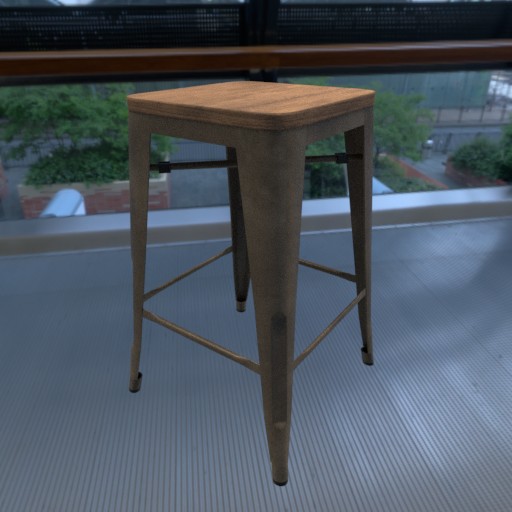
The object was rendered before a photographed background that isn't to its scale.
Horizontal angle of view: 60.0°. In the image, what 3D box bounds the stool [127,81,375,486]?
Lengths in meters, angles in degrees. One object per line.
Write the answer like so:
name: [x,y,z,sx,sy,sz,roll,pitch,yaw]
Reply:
stool: [0.000,0.000,0.875,0.407,0.607,0.407,18,32,32]
